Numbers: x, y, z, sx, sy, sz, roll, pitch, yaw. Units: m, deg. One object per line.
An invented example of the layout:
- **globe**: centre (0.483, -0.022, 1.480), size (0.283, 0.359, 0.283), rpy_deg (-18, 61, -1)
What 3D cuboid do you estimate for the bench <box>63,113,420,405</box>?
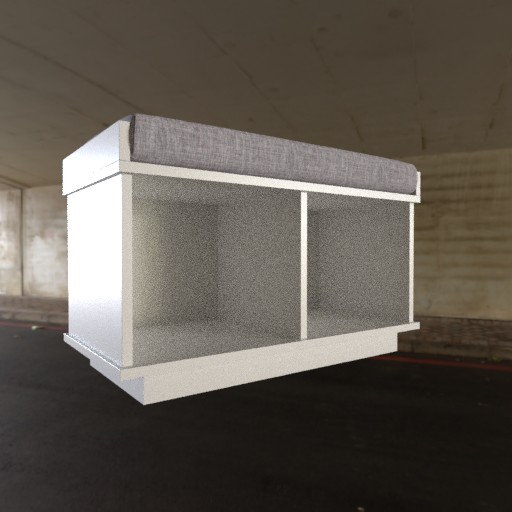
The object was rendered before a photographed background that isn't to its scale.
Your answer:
- **bench**: centre (0.000, 0.000, 0.997), size (0.734, 0.461, 0.362), rpy_deg (-1, 1, -36)
